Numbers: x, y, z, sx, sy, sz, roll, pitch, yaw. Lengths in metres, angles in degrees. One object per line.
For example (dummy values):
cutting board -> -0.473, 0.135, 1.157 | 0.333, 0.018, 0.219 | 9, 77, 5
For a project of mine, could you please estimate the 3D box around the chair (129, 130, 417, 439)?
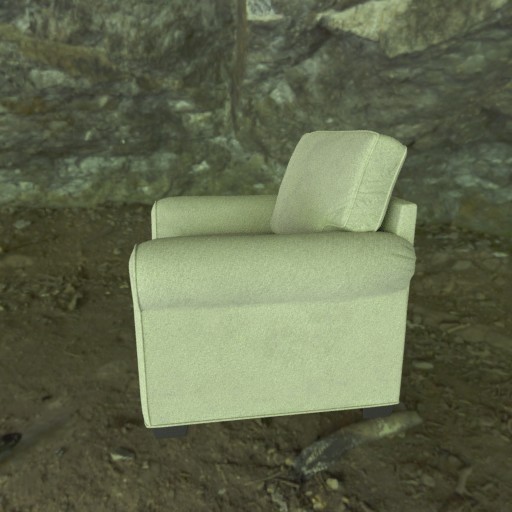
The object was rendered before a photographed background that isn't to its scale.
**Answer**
chair -> 0.000, 0.000, 1.917 | 0.939, 1.044, 1.147 | -2, 16, -8
